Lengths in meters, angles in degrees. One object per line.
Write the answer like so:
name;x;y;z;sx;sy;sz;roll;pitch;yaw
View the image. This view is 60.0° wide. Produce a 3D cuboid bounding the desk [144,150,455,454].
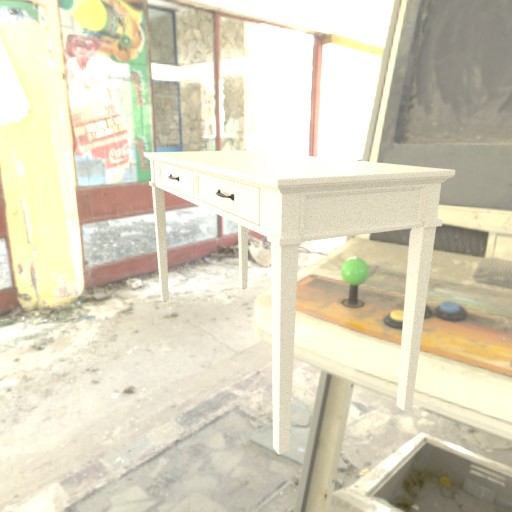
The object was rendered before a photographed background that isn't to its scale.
desk;0.000;0.000;1.804;0.559;0.774;1.372;-8;18;-25
